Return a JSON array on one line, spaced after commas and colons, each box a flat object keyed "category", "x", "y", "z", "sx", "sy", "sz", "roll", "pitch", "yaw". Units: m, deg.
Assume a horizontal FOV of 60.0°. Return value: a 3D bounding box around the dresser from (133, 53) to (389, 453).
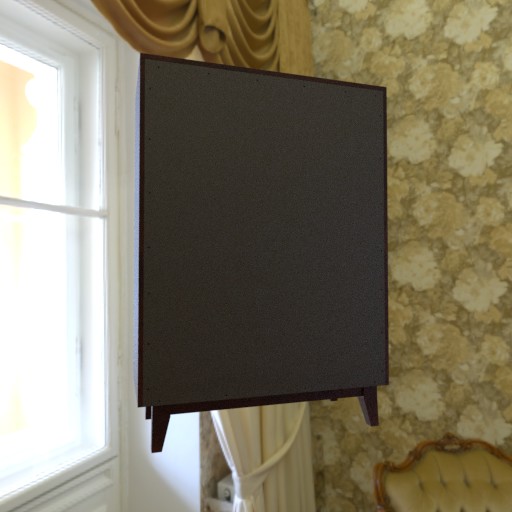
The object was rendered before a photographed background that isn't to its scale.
[{"category": "dresser", "x": 0.000, "y": 0.000, "z": 2.052, "sx": 1.072, "sy": 1.514, "sz": 0.506, "roll": 0, "pitch": -2, "yaw": -17}]
